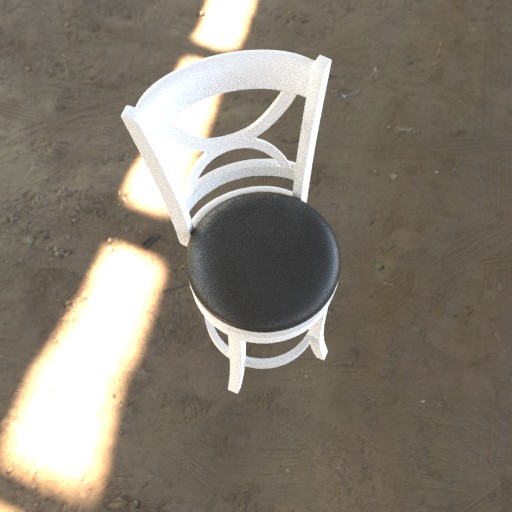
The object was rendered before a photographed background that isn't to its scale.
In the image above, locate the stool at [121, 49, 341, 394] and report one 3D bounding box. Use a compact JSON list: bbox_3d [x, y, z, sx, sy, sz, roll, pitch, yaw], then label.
[{"bbox_3d":[0.000,0.000,1.243,0.444,0.953,0.508,-19,64,-9],"label":"stool"}]
